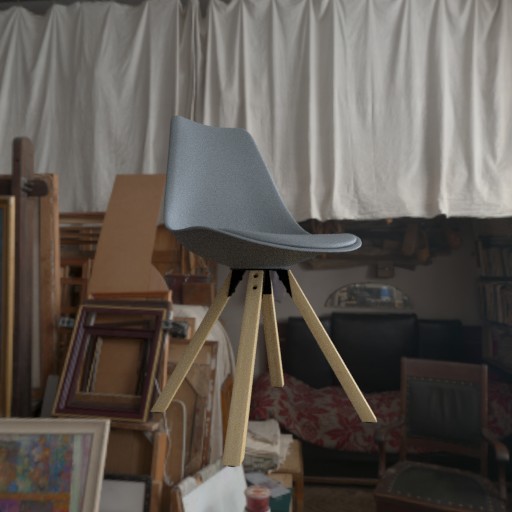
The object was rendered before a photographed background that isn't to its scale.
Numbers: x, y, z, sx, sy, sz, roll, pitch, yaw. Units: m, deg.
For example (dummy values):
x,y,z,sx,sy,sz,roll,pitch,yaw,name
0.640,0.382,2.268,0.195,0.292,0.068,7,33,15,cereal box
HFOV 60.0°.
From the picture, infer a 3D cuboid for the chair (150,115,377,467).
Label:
x,y,z,sx,sy,sz,roll,pitch,yaw,name
0.000,0.000,1.200,0.485,0.850,0.549,0,-1,-35,chair
